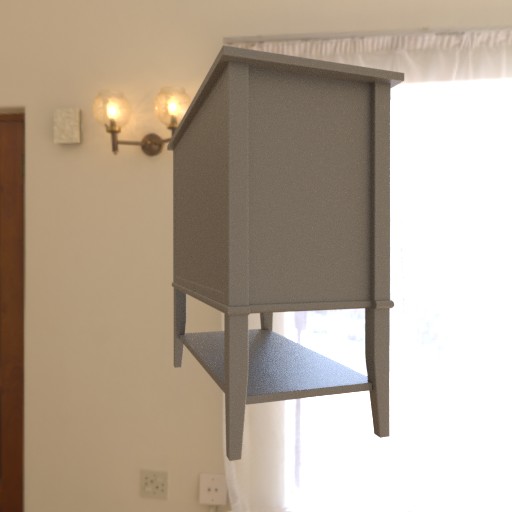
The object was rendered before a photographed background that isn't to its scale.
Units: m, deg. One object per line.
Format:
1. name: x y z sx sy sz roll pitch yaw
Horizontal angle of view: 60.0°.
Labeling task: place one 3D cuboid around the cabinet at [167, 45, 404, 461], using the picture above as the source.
1. cabinet: 0.000 0.000 1.258 0.396 0.780 0.801 0 0 -18
